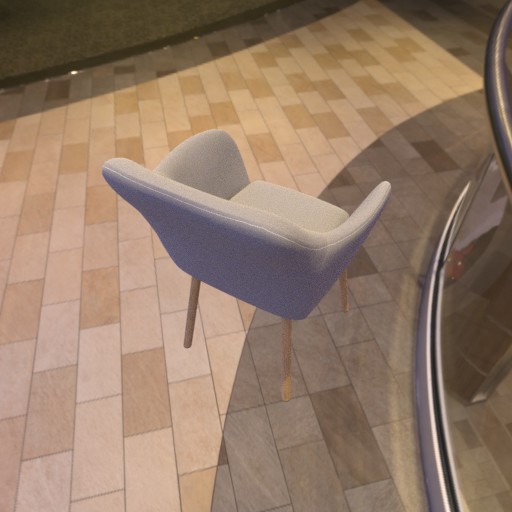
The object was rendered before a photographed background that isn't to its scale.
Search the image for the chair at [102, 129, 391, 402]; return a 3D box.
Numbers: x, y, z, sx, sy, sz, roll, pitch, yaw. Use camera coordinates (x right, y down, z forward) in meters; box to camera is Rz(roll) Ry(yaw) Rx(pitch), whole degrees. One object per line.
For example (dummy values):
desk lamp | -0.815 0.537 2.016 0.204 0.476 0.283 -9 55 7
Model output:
chair | 0.000 0.000 1.249 0.570 0.830 0.590 23 50 21
